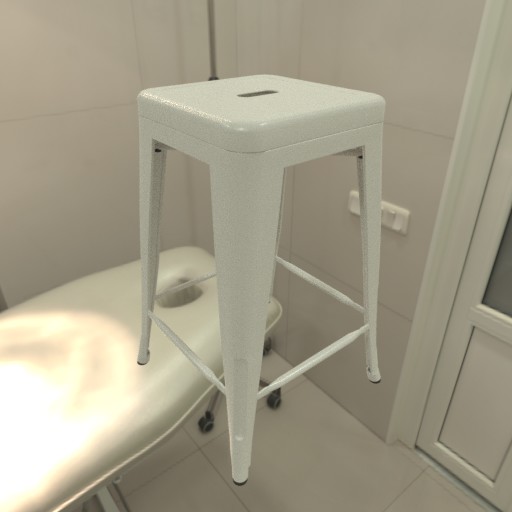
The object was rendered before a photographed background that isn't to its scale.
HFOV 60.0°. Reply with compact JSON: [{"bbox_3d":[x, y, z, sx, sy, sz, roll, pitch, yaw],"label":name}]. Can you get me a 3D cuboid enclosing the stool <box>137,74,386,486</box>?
[{"bbox_3d":[0.000,0.000,0.867,0.406,0.610,0.406,-22,37,-33],"label":"stool"}]
